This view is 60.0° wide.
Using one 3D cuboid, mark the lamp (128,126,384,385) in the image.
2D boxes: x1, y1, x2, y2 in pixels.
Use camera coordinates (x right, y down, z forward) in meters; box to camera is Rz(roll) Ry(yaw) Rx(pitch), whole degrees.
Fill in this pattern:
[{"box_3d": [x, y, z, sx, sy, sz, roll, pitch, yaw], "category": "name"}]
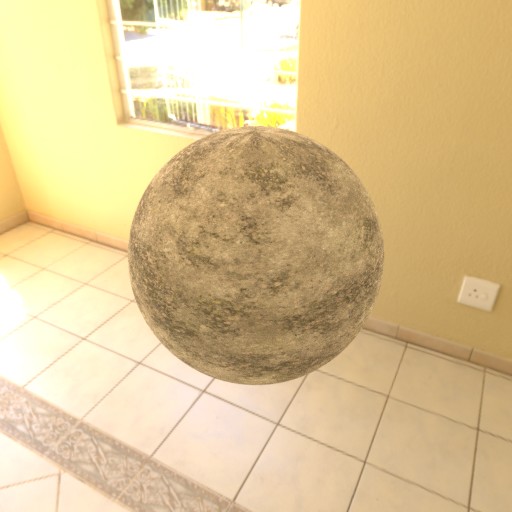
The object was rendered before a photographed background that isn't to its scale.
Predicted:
[{"box_3d": [0.000, 0.000, 0.759, 0.422, 0.429, 0.422, 0, 32, 0], "category": "lamp"}]
